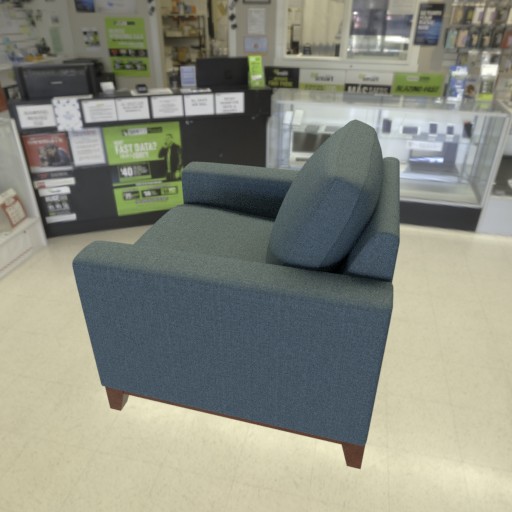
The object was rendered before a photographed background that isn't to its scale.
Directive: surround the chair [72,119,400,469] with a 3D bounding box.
[{"bbox_3d":[0.000,0.000,1.819,1.038,1.010,1.024,8,32,13],"label":"chair"}]
